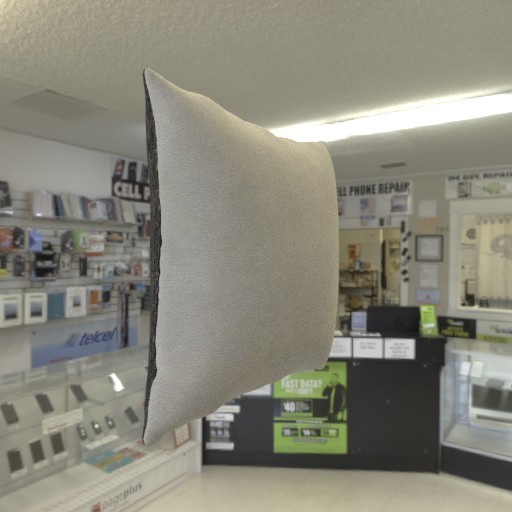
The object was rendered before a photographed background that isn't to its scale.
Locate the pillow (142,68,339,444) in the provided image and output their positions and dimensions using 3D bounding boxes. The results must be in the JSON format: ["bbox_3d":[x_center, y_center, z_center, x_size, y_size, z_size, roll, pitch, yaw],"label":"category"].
[{"bbox_3d":[0.000,0.000,0.678,0.196,0.434,0.433,0,0,37],"label":"pillow"}]
